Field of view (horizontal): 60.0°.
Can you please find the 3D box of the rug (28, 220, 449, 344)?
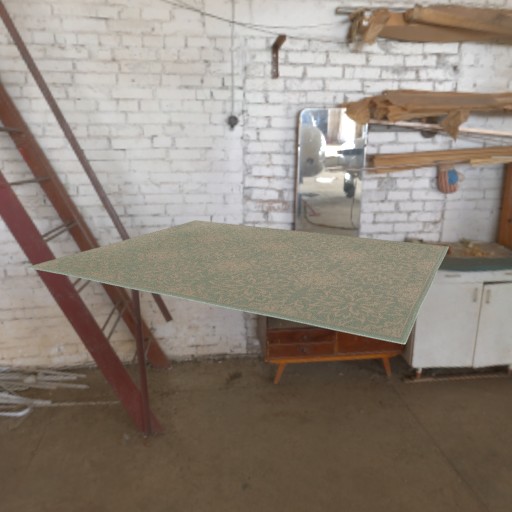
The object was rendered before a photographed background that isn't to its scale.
[{"bbox_3d":[0.000,0.000,3.957,2.980,0.012,2.363,8,17,27],"label":"rug"}]
